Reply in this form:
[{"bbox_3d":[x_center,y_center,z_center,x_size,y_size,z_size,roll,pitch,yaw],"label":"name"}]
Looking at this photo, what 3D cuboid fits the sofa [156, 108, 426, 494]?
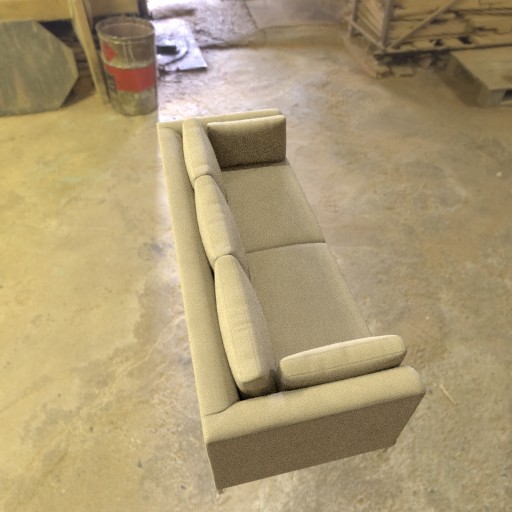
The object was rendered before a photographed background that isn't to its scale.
[{"bbox_3d":[0.000,0.000,2.818,0.969,0.867,2.415,-10,48,-9],"label":"sofa"}]
